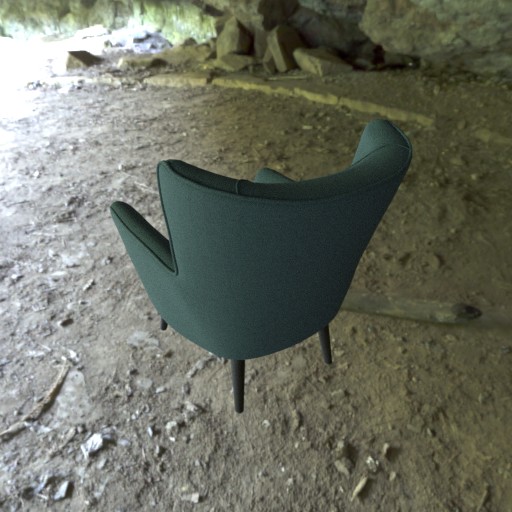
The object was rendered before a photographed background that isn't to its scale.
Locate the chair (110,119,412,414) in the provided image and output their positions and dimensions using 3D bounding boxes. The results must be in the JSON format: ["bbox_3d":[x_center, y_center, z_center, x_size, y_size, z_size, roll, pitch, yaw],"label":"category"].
[{"bbox_3d":[0.000,0.000,1.583,0.781,0.933,0.888,-19,35,-29],"label":"chair"}]
